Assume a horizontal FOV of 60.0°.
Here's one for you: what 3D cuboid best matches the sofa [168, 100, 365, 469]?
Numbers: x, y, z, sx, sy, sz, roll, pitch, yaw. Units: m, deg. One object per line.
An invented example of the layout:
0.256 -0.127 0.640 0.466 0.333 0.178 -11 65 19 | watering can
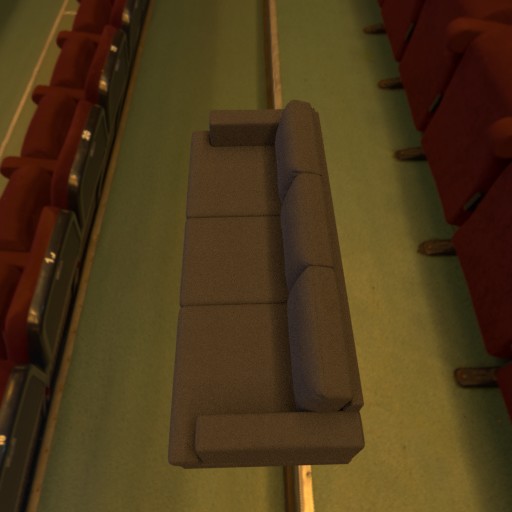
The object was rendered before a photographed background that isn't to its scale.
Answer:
0.000 0.000 2.722 0.920 0.810 2.310 -1 57 -1 | sofa
